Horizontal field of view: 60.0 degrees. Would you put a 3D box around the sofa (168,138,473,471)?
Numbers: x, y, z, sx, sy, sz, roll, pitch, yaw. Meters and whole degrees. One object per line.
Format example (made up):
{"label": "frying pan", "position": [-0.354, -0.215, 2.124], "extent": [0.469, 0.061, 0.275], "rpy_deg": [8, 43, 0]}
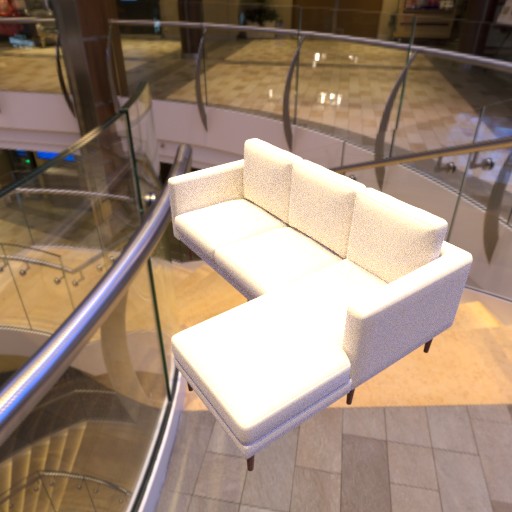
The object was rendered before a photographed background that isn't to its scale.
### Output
{"label": "sofa", "position": [0.000, 0.000, 2.899], "extent": [1.580, 0.899, 2.029], "rpy_deg": [-21, 38, -29]}
